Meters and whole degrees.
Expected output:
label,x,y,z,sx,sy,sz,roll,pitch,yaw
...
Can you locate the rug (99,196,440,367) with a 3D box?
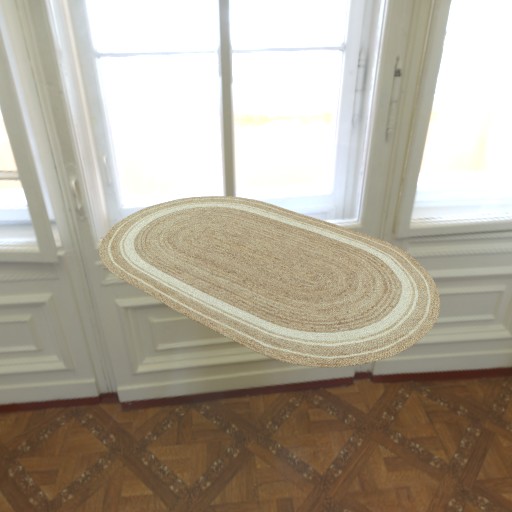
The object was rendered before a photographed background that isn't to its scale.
label,x,y,z,sx,sy,sz,roll,pitch,yaw
rug,0.000,0.000,3.048,2.432,0.006,1.520,22,37,32
